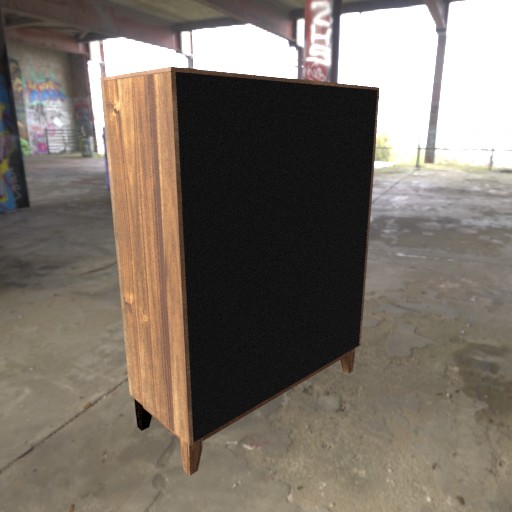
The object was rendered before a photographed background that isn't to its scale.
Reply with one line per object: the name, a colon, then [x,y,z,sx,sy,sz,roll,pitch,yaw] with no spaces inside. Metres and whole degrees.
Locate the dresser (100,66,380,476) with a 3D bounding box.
dresser: [0.000,0.000,1.907,1.062,1.393,0.442,-15,23,-41]
